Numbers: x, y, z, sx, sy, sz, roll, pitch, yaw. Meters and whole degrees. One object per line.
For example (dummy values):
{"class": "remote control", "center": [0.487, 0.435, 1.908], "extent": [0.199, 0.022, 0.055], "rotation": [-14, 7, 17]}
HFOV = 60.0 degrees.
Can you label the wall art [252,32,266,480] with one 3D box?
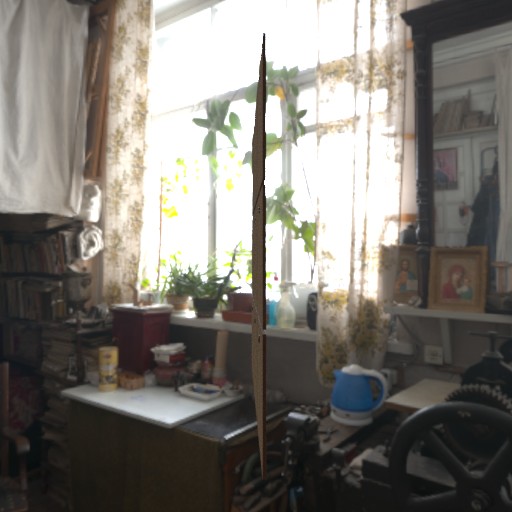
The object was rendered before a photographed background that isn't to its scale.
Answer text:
{"class": "wall art", "center": [0.000, 0.000, 2.283], "extent": [0.019, 1.532, 1.533], "rotation": [0, 0, -2]}
